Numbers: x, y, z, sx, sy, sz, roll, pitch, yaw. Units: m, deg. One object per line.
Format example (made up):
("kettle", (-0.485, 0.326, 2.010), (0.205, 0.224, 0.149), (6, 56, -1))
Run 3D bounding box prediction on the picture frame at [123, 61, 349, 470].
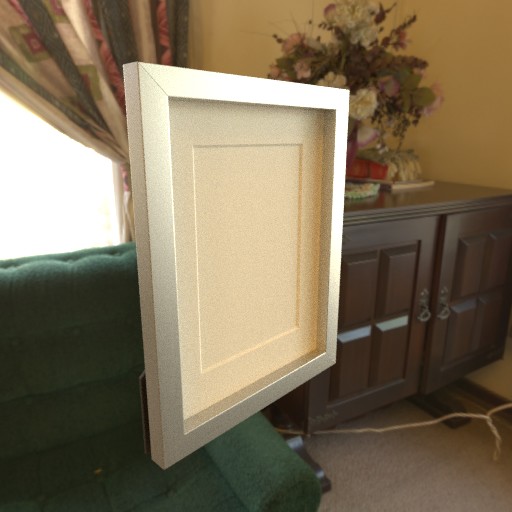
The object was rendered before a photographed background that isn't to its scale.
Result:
("picture frame", (0.000, 0.000, 0.521), (0.036, 0.386, 0.307), (14, 20, 42))
